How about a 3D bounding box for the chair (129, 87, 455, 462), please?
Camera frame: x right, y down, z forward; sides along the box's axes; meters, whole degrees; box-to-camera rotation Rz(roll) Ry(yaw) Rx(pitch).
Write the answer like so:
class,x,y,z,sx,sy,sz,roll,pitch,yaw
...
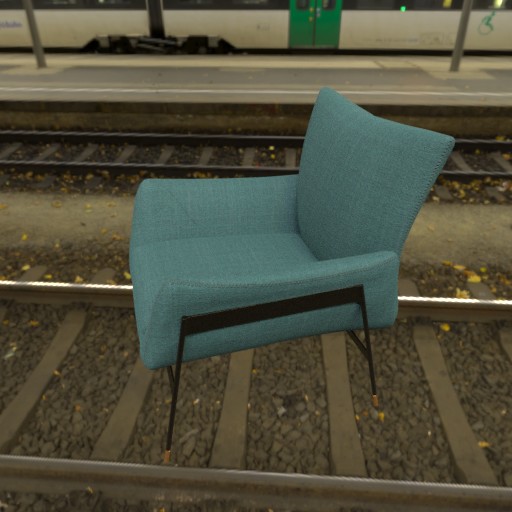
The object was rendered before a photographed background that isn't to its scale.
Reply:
class,x,y,z,sx,sy,sz,roll,pitch,yaw
chair,0.000,0.000,1.380,0.769,0.859,0.678,-9,32,-15
